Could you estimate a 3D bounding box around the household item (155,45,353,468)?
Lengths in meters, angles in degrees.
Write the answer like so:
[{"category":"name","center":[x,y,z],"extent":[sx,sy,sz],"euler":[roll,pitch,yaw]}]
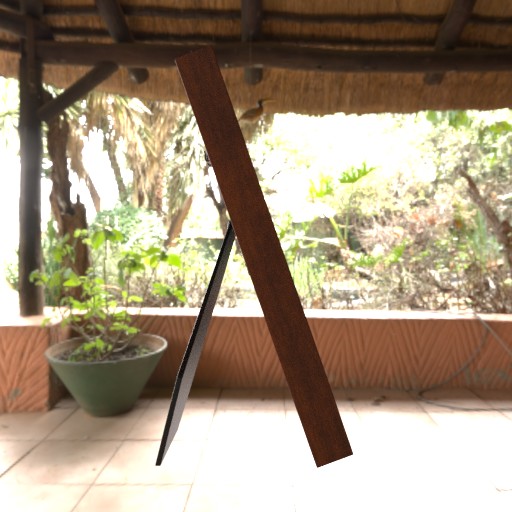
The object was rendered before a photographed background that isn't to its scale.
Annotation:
[{"category":"household item","center":[0.000,0.000,0.293],"extent":[0.096,0.204,0.160],"euler":[0,0,1]}]
